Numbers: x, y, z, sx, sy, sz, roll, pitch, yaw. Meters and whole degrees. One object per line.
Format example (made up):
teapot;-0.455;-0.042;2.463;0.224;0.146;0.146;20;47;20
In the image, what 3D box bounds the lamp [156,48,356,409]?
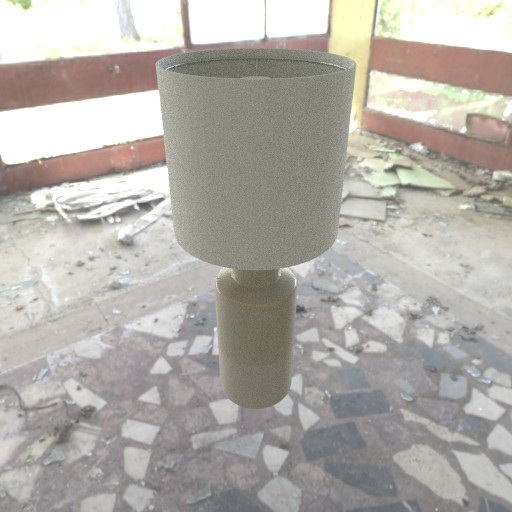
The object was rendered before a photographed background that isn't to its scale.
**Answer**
lamp;0.000;0.000;0.605;0.212;0.493;0.212;0;32;1
